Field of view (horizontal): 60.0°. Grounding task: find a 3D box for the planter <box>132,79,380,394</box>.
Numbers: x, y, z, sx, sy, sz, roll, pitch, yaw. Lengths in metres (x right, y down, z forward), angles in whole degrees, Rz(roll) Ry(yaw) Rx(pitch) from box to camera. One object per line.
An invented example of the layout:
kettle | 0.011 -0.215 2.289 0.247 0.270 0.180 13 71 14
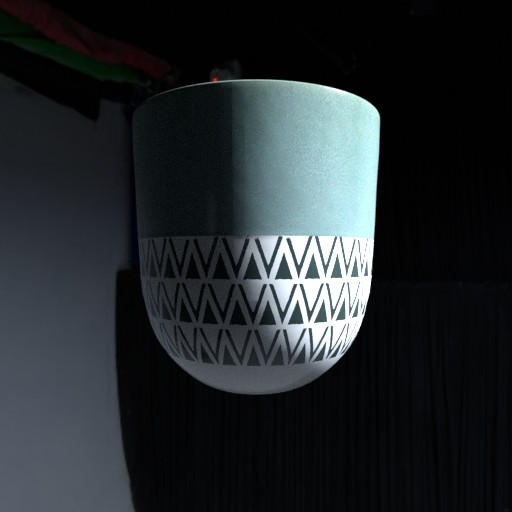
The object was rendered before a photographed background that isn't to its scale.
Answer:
planter | 0.000 0.000 0.368 0.198 0.214 0.198 0 0 0
